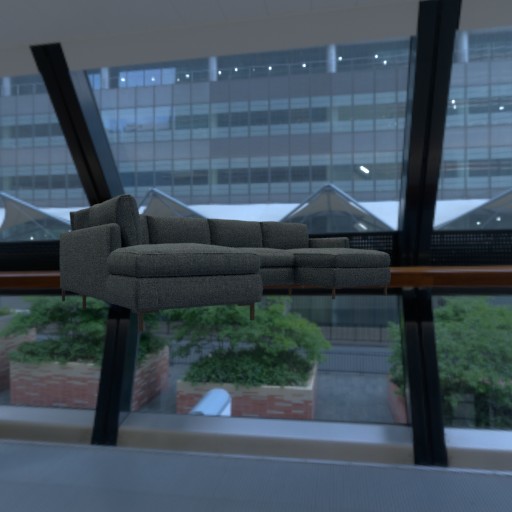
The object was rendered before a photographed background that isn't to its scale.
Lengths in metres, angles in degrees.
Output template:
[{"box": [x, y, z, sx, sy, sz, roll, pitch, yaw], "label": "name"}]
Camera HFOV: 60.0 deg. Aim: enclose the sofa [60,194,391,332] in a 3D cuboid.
[{"box": [0.000, 0.000, 3.685, 2.737, 0.753, 1.879, 0, 0, -35], "label": "sofa"}]
